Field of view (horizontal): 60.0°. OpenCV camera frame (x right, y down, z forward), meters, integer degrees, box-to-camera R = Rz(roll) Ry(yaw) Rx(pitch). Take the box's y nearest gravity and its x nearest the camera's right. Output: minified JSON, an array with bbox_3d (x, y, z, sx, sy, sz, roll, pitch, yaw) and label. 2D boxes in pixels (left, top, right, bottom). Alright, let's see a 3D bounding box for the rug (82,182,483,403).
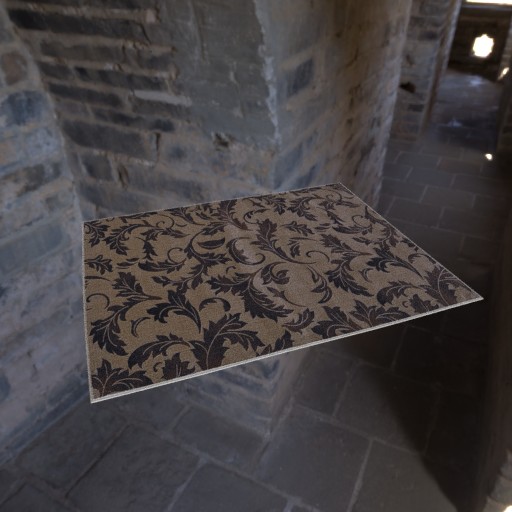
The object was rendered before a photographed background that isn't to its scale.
[{"bbox_3d":[0.000,0.000,4.008,2.977,0.008,2.380,-11,35,-16],"label":"rug"}]
